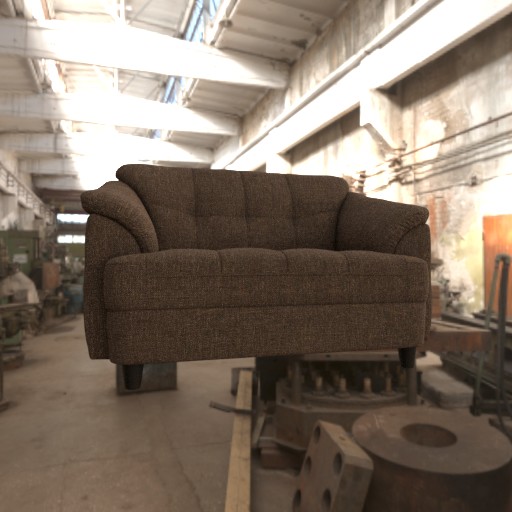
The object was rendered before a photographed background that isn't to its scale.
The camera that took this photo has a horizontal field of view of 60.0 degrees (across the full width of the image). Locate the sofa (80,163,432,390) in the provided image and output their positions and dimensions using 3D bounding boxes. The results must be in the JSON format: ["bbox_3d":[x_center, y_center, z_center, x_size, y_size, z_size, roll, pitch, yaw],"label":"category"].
[{"bbox_3d":[0.000,0.000,1.952,1.404,0.895,0.799,0,-1,-16],"label":"sofa"}]
